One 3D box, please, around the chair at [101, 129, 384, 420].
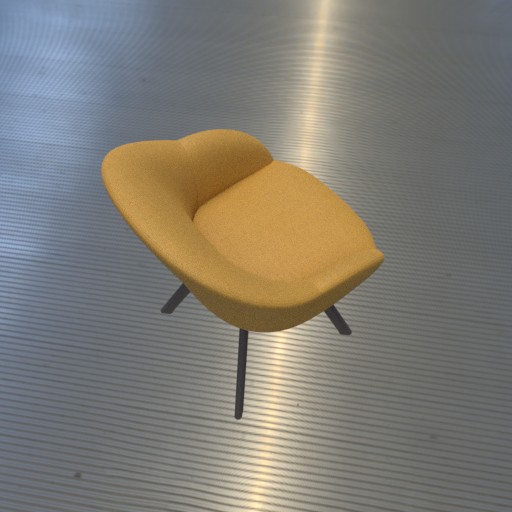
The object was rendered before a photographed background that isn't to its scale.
[{"bbox_3d":[0.000,0.000,1.190,0.583,0.793,0.551,-32,62,-19],"label":"chair"}]
